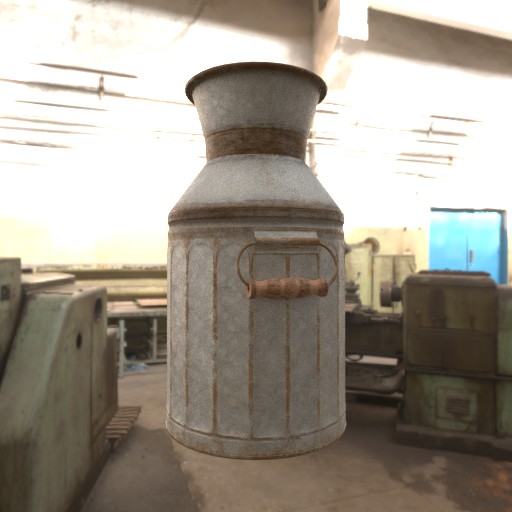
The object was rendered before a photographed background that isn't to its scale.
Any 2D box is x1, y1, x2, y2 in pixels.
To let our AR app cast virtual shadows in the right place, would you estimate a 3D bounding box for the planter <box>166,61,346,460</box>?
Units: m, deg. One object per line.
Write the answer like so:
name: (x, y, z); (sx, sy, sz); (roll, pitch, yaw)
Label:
planter: (0.000, 0.000, 0.533); (0.214, 0.396, 0.245); (0, 0, -17)
